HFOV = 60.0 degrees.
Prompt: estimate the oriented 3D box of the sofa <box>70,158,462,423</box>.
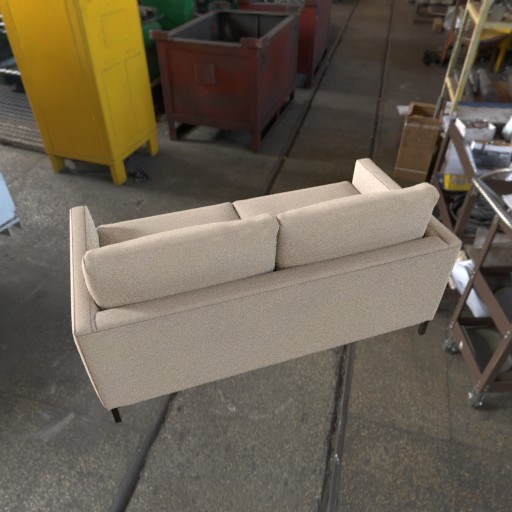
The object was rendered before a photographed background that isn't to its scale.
[{"bbox_3d":[0.000,0.000,2.202,1.682,0.840,0.875,-12,41,-14],"label":"sofa"}]
